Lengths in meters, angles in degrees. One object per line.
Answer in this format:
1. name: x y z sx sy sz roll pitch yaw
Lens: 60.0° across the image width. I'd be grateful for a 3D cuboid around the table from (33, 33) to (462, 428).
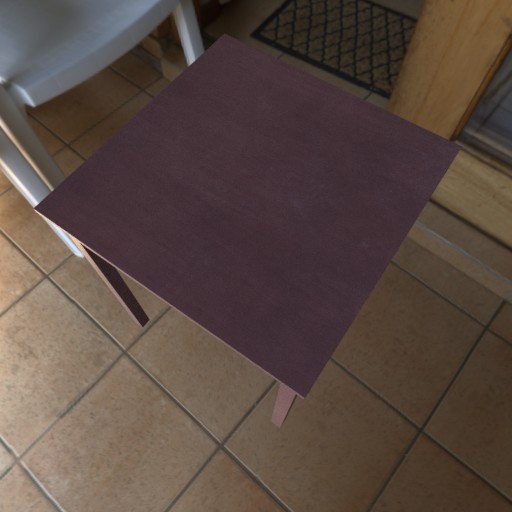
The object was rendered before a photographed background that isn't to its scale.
1. table: 0.000 0.000 1.682 0.861 0.991 0.861 32 68 15
